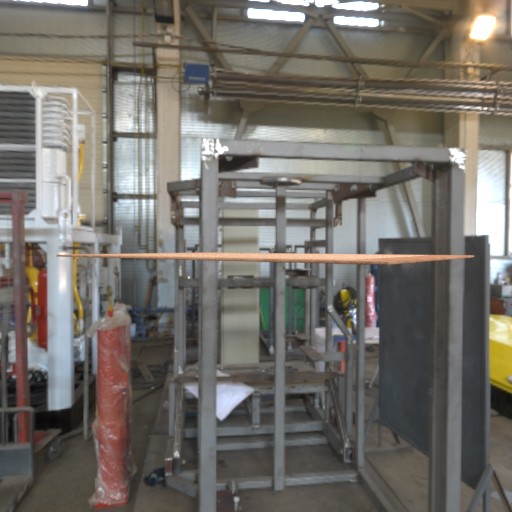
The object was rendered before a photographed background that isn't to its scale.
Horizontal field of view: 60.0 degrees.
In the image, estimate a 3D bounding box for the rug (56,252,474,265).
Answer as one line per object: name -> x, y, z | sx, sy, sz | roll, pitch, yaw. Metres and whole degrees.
rug -> 0.000, 0.000, 3.039 | 2.438, 0.014, 1.524 | 1, 2, 37
